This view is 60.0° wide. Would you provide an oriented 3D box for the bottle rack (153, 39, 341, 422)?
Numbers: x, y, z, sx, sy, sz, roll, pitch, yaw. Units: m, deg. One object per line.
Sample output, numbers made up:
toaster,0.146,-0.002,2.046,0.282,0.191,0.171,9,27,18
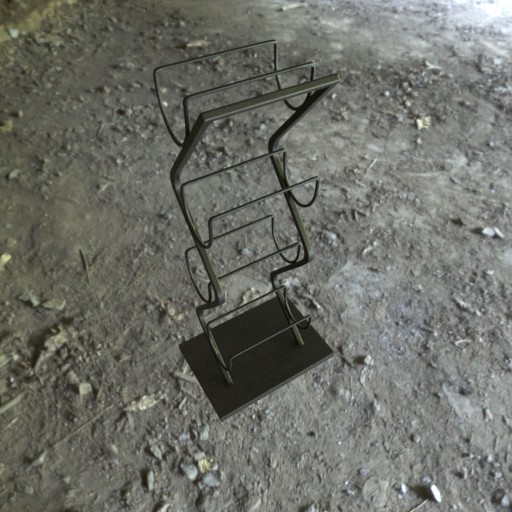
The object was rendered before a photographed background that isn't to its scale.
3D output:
bottle rack,0.000,0.000,0.686,0.254,0.559,0.178,-24,51,-21
